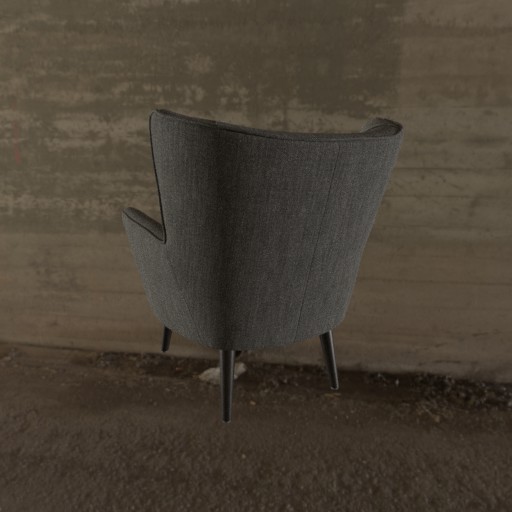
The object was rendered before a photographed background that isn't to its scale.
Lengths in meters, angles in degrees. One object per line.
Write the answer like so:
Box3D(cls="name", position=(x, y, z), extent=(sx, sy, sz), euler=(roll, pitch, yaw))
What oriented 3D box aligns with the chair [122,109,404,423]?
Box3D(cls="chair", position=(0.000, 0.000, 1.557), extent=(0.781, 0.933, 0.888), euler=(-7, 16, -27))
